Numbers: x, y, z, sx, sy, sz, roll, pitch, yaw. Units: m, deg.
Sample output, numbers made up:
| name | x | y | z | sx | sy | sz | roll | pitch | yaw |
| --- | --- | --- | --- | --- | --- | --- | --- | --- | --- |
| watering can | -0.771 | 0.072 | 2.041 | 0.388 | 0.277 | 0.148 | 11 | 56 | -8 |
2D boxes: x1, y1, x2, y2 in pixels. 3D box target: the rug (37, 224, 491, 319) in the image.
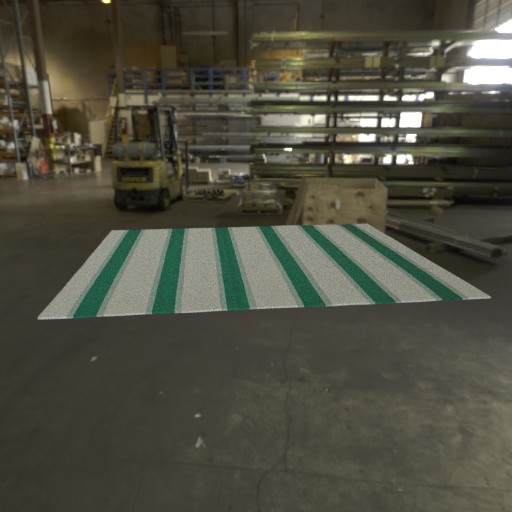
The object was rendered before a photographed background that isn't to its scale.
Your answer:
| name | x | y | z | sx | sy | sz | roll | pitch | yaw |
| --- | --- | --- | --- | --- | --- | --- | --- | --- | --- |
| rug | 0.000 | 0.000 | 4.089 | 3.041 | 0.019 | 2.434 | -2 | 17 | -7 |
